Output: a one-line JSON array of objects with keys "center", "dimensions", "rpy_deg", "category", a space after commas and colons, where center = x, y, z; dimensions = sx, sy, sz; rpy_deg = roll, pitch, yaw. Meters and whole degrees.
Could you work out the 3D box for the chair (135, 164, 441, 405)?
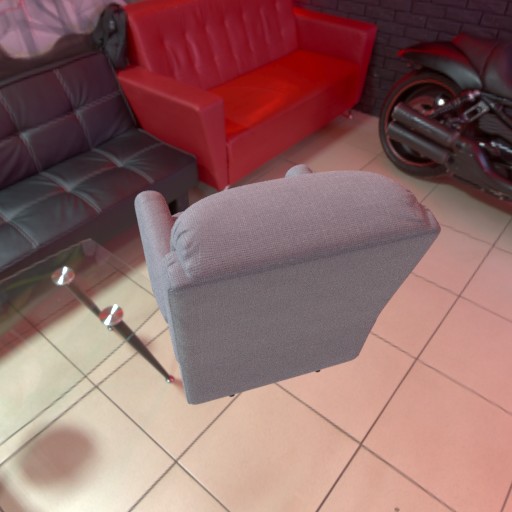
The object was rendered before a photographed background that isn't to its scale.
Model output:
[{"center": [0.000, 0.000, 1.749], "dimensions": [0.838, 1.054, 1.014], "rpy_deg": [-12, 44, -13], "category": "chair"}]
